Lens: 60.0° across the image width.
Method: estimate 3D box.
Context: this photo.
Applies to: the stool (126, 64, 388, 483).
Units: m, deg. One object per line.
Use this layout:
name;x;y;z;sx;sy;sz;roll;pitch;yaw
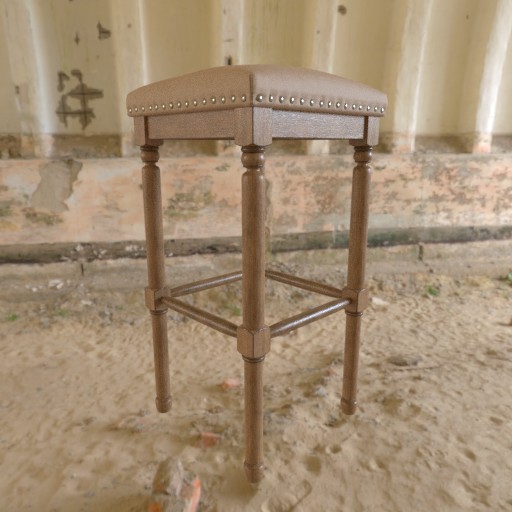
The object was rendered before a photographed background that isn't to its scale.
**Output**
stool;0.000;0.000;0.978;0.383;0.768;0.382;-13;19;-42
